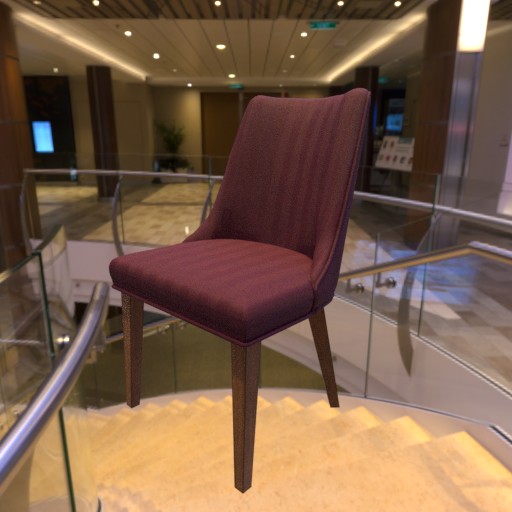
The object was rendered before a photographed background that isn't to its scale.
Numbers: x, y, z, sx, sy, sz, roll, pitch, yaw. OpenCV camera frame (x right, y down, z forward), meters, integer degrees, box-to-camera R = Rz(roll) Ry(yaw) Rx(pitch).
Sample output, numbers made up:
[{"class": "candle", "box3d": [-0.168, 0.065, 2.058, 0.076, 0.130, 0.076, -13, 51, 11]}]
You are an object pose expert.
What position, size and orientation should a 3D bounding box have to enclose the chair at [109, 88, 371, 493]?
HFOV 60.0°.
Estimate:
[{"class": "chair", "box3d": [0.000, 0.000, 1.280, 0.548, 0.916, 0.638, 14, 21, 42]}]
